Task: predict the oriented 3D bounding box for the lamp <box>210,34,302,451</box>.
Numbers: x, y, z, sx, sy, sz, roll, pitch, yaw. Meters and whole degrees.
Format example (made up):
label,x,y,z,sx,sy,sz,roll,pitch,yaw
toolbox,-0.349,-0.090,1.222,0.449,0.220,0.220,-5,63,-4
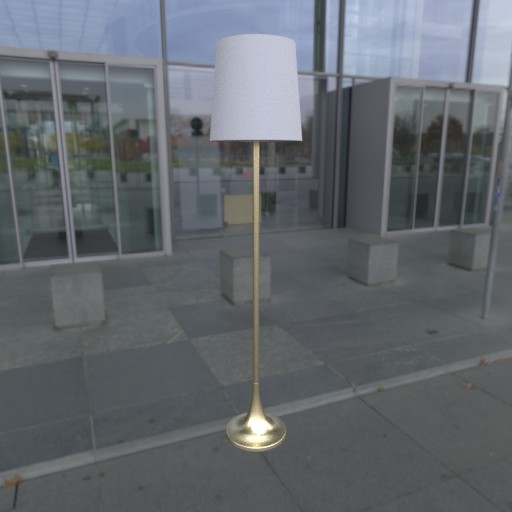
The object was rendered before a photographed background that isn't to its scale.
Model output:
label,x,y,z,sx,sy,sz,roll,pitch,yaw
lamp,0.000,0.000,1.722,0.337,1.543,0.337,0,13,0
